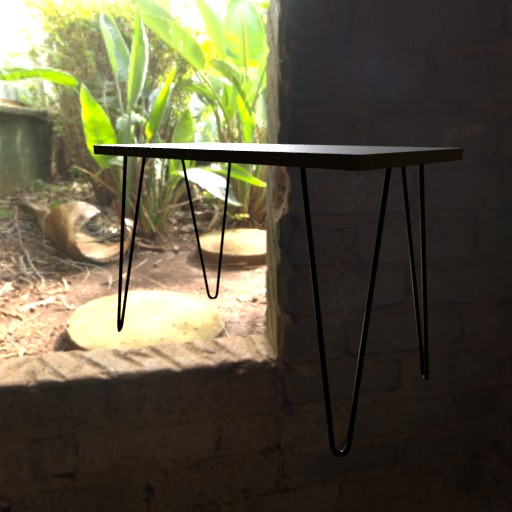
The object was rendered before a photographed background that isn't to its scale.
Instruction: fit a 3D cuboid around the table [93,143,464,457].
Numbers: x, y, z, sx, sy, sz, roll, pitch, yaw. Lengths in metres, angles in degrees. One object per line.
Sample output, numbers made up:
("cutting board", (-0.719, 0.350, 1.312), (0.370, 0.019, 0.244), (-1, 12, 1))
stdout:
("table", (0.000, 0.000, 1.376), (0.991, 0.660, 0.499), (14, 21, 42))
